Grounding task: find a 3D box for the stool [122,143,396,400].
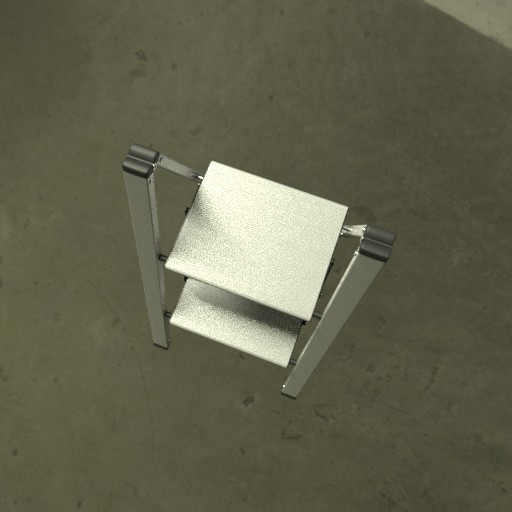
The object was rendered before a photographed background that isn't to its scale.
[{"bbox_3d":[0.000,0.000,1.000,0.440,0.670,0.535,20,76,5],"label":"stool"}]
